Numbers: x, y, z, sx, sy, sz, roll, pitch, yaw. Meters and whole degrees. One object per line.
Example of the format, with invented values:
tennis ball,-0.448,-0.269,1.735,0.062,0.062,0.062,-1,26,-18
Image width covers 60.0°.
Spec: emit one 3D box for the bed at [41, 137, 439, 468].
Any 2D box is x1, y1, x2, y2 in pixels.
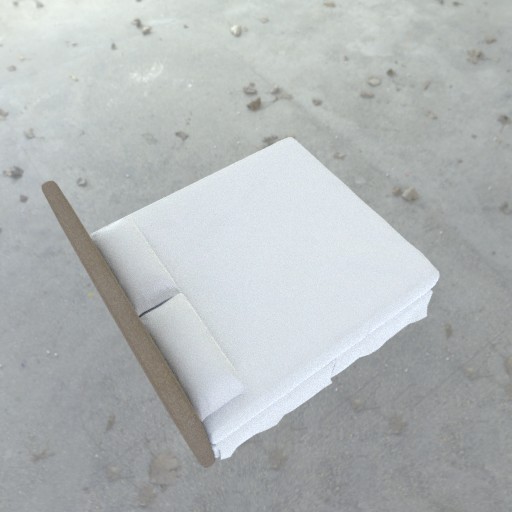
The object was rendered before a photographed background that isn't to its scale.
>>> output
bed,0.000,0.000,3.560,2.341,1.317,2.119,-30,61,-19
